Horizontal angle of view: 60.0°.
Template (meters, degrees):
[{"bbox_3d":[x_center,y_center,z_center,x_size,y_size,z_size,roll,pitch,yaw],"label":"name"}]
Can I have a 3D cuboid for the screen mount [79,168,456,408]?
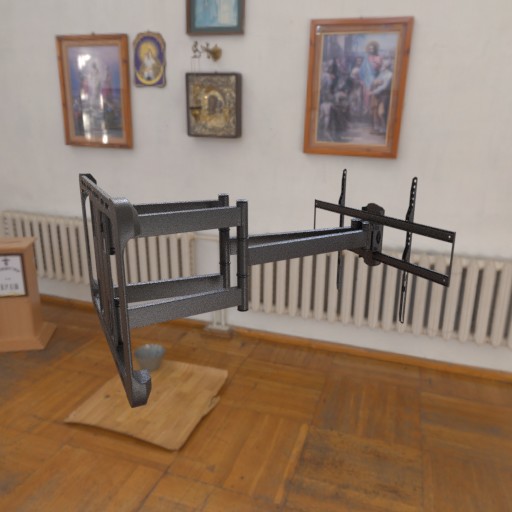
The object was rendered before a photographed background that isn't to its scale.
[{"bbox_3d":[0.000,0.000,1.350,0.905,0.483,0.725,-7,17,-25],"label":"screen mount"}]
